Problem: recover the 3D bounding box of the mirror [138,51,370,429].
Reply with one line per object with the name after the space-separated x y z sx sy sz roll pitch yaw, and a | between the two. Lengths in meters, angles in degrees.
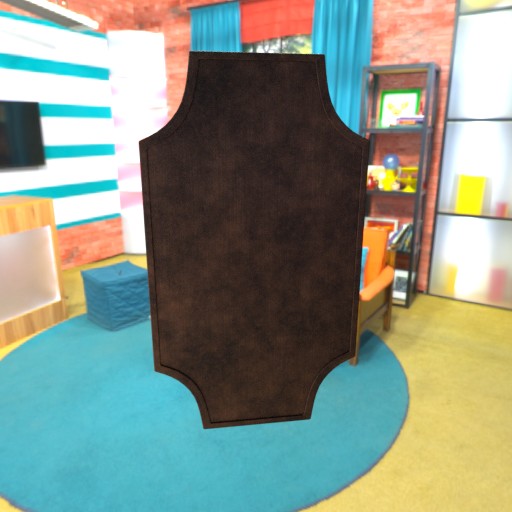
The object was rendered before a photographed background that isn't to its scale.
0.000 0.000 0.972 0.462 0.811 0.066 -2 16 -8 | mirror
